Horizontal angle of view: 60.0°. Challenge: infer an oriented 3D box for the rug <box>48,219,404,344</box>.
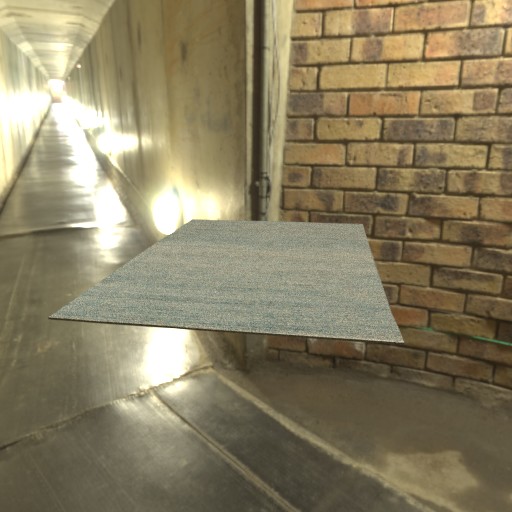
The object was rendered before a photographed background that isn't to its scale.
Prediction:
[{"bbox_3d":[0.000,0.000,5.313,2.802,0.052,4.078,3,17,9],"label":"rug"}]
